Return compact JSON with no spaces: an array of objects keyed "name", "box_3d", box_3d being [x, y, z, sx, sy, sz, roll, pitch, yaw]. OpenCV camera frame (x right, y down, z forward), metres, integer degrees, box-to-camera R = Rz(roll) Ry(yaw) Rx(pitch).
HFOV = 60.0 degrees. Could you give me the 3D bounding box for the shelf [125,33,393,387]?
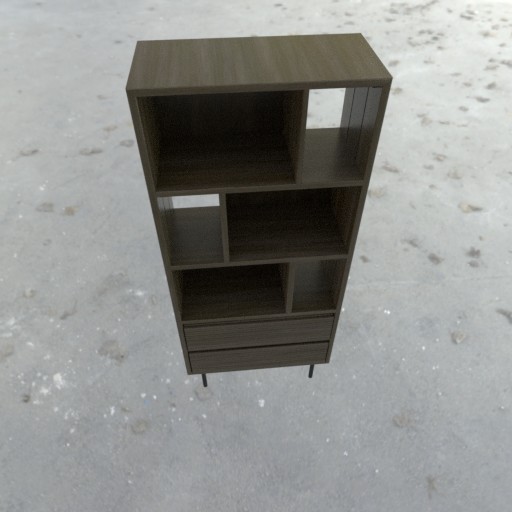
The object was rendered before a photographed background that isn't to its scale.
[{"name":"shelf","box_3d":[0.000,0.000,1.763,0.670,1.545,0.323,-4,46,-4]}]
